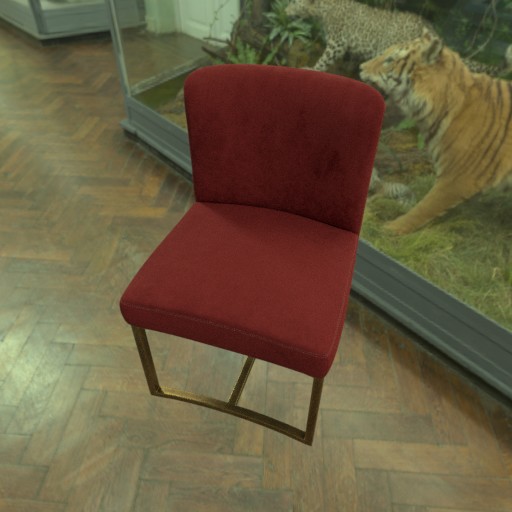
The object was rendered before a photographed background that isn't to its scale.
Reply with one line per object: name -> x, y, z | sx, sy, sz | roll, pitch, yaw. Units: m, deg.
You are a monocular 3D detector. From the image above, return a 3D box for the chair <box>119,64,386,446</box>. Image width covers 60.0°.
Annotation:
chair -> 0.000, 0.000, 1.186 | 0.530, 0.824, 0.560 | 13, 43, 14
